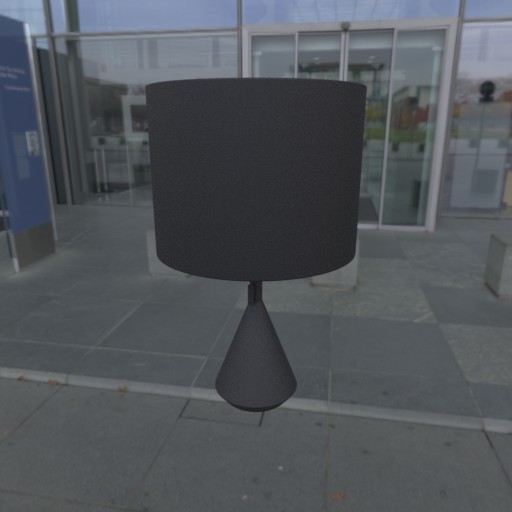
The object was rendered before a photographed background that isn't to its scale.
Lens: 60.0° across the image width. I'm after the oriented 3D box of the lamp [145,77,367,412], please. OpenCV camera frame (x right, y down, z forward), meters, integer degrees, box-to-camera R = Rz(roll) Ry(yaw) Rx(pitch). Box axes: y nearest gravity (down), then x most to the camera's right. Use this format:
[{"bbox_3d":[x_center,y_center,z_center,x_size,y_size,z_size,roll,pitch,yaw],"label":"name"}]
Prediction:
[{"bbox_3d":[0.000,0.000,0.821,0.359,0.584,0.359,8,18,24],"label":"lamp"}]
